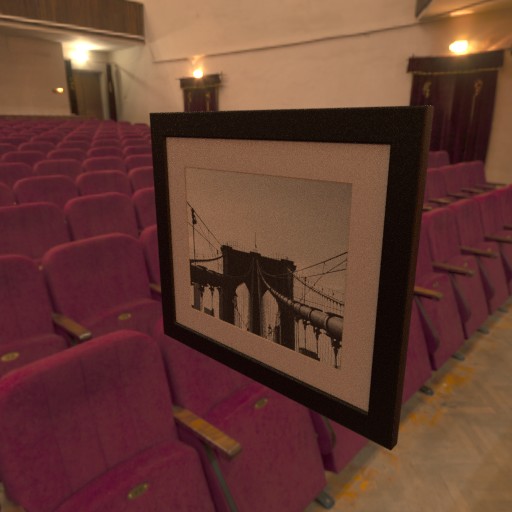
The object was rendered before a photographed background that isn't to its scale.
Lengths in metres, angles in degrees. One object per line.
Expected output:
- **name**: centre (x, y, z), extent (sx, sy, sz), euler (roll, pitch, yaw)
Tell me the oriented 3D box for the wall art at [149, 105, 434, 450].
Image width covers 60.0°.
- **wall art**: centre (0.000, 0.000, 0.719), extent (0.521, 0.450, 0.018), euler (15, 22, 41)
